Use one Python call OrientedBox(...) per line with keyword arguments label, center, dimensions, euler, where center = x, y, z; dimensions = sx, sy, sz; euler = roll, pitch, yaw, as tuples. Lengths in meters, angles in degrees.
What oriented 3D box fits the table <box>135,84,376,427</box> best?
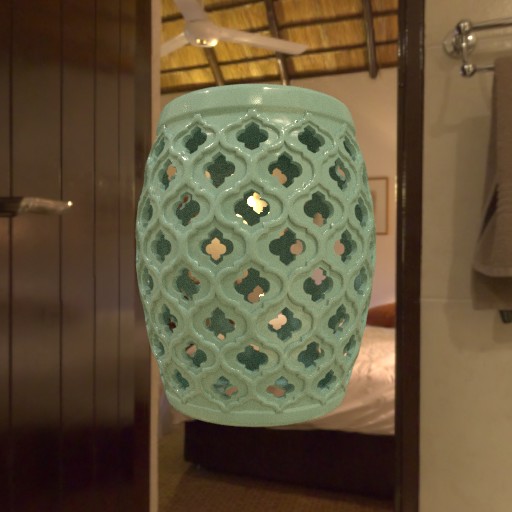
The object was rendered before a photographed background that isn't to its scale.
OrientedBox(label="table", center=(0.000, 0.000, 0.620), dimensions=(0.325, 0.388, 0.325), euler=(0, 1, 0))
